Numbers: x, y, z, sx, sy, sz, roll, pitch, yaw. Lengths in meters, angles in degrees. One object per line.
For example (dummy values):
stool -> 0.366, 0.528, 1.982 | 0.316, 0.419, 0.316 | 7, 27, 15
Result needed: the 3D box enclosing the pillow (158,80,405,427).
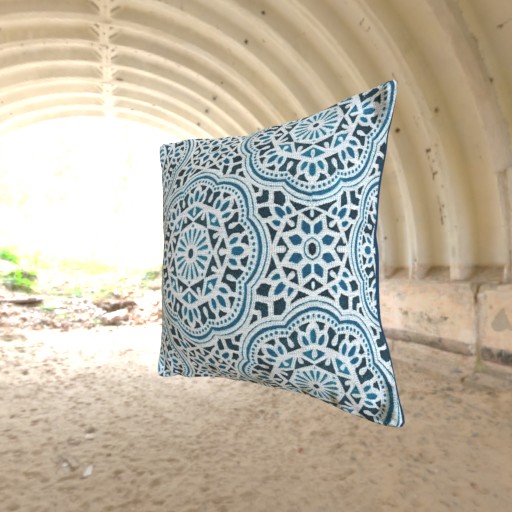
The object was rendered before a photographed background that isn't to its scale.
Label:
pillow -> 0.000, 0.000, 0.664 | 0.440, 0.420, 0.145 | -1, -2, 37
